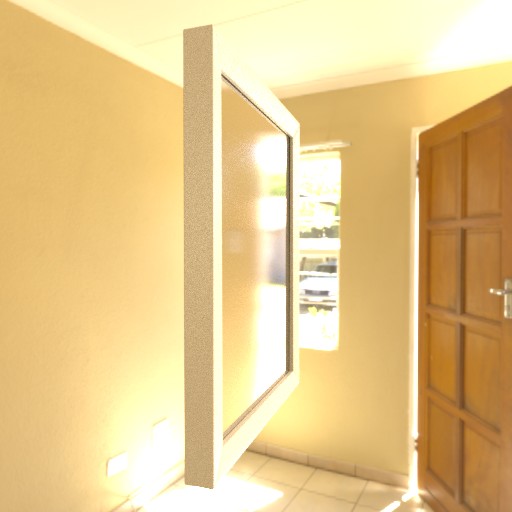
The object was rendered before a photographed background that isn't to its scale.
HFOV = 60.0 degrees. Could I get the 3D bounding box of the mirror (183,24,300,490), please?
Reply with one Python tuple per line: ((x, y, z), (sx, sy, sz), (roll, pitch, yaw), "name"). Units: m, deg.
((0.000, 0.000, 0.680), (0.041, 0.508, 0.405), (0, 1, 19), "mirror")
